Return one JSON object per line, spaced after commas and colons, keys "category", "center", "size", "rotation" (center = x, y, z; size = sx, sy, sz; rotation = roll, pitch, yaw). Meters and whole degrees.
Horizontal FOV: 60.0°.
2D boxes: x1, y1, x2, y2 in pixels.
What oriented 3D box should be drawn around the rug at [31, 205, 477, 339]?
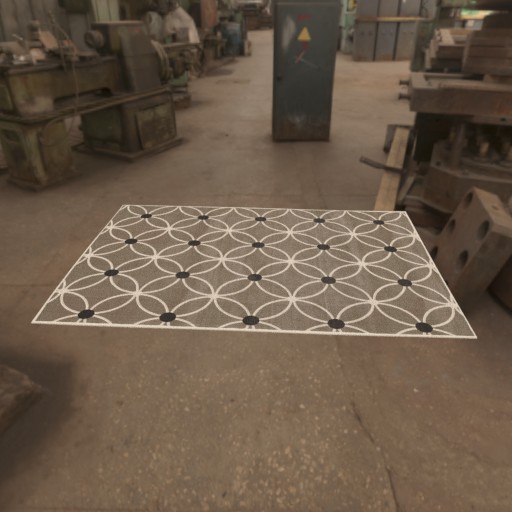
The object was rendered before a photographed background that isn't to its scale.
{"category": "rug", "center": [0.000, 0.000, 2.904], "size": [2.284, 0.008, 1.522], "rotation": [2, 30, 3]}
